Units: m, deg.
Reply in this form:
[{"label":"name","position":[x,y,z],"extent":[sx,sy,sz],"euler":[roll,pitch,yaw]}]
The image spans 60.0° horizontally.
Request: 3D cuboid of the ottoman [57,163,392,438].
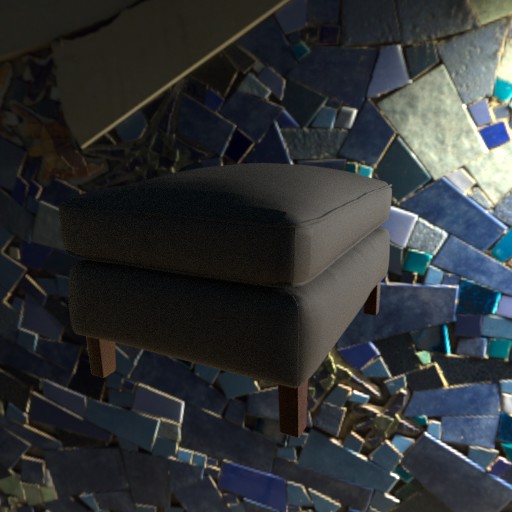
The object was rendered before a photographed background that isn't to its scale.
[{"label":"ottoman","position":[0.000,0.000,1.001],"extent":[0.508,0.406,0.686],"euler":[7,16,26]}]
